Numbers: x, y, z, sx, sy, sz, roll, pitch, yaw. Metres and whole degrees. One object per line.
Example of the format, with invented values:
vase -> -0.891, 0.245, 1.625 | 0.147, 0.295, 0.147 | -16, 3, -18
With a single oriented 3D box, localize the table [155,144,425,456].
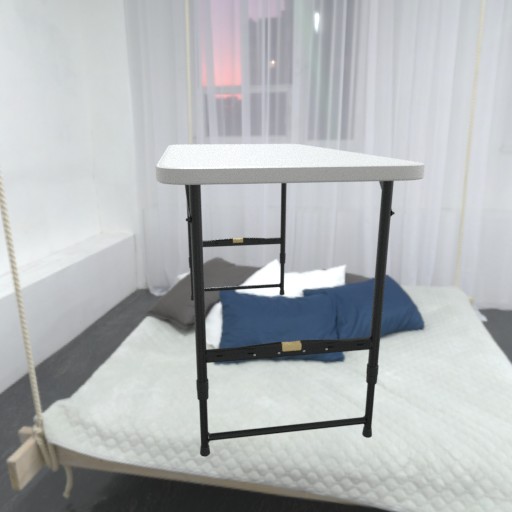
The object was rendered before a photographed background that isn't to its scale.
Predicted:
table -> 0.000, 0.000, 1.595 | 0.610, 0.737, 1.219 | -3, 17, -9
